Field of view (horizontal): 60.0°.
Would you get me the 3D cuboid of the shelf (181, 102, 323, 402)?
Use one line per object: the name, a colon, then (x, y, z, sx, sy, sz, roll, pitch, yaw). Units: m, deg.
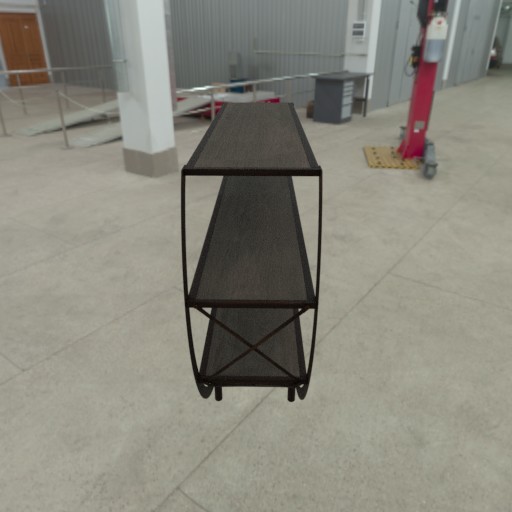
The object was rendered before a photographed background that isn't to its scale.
shelf: (0.000, 0.000, 1.844, 0.344, 1.063, 1.403, 0, 26, 1)
